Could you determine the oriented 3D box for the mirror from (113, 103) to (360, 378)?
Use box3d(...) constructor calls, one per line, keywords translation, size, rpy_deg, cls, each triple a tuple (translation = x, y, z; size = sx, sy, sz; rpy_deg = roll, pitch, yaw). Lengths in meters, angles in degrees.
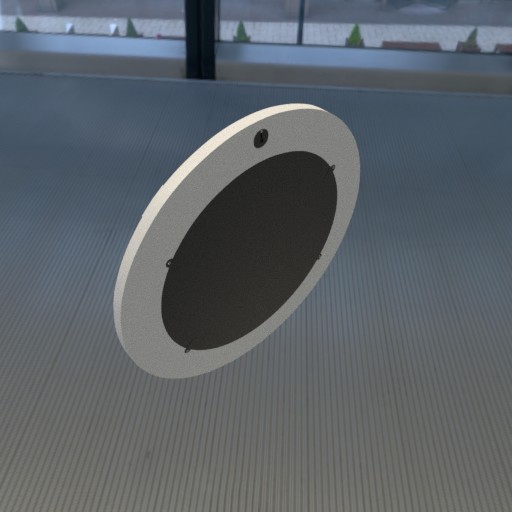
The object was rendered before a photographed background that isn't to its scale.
box3d(translation=(0.000, 0.000, 1.338), size=(0.914, 0.914, 0.038), rpy_deg=(-33, 54, -28), cls="mirror")
